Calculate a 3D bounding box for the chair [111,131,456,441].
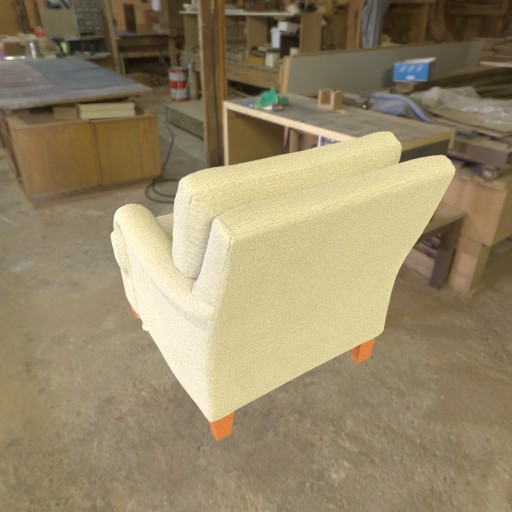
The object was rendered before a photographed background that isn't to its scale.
[{"bbox_3d":[0.000,0.000,1.839,0.955,1.038,1.070,-19,35,-29],"label":"chair"}]
